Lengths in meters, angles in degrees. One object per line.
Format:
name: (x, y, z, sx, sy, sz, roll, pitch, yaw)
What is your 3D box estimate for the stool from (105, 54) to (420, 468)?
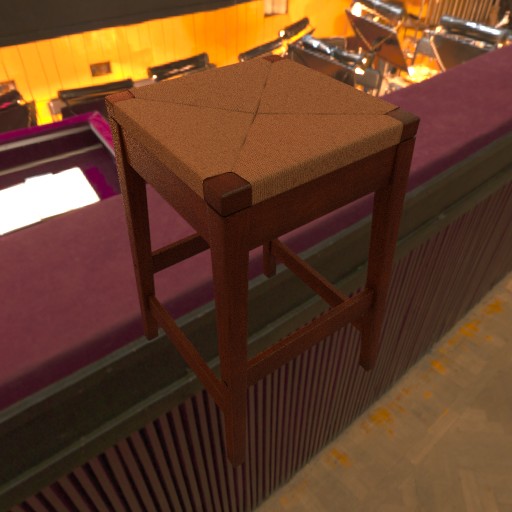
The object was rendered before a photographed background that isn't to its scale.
stool: (0.000, 0.000, 1.085, 0.497, 0.762, 0.507, -26, 48, -26)
